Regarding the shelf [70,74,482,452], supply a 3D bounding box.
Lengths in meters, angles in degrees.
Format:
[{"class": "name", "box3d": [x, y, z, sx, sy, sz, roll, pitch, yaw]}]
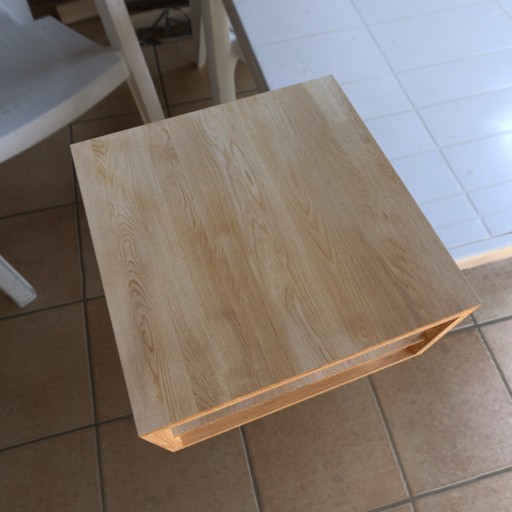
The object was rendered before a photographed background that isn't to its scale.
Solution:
[{"class": "shelf", "box3d": [0.000, 0.000, 1.465, 0.899, 0.480, 0.899, -18, 64, -9]}]
